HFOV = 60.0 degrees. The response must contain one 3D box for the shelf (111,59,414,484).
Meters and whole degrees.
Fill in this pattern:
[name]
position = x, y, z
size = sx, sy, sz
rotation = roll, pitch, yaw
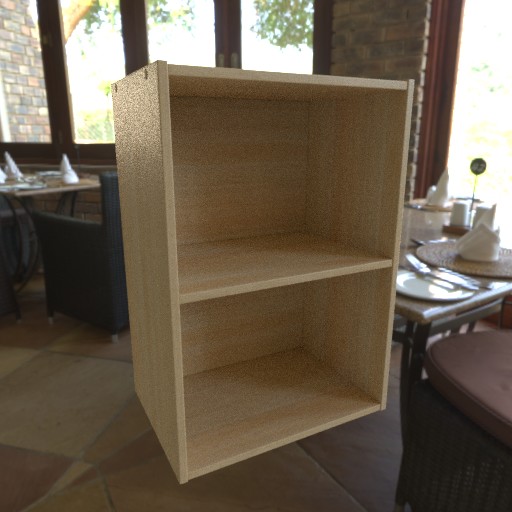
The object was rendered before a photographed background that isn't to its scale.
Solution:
[shelf]
position = 0.000, 0.000, 0.805
size = 0.414, 0.592, 0.290
rotation = -8, 17, -27
